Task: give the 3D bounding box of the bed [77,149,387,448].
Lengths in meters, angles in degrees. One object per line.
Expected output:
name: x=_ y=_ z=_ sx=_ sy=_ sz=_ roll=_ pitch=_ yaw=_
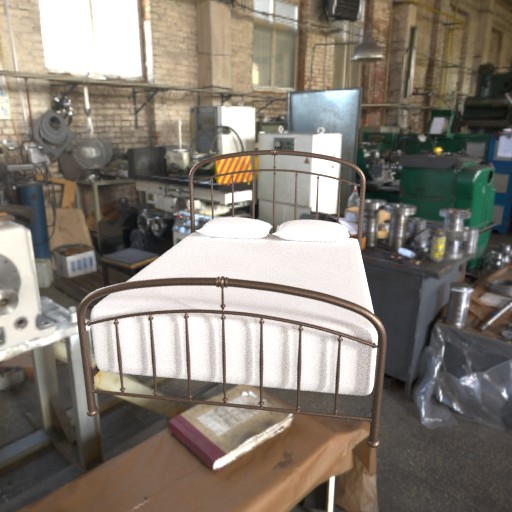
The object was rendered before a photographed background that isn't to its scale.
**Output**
bed: x=0.000 y=0.000 z=3.332 sx=1.711 sy=1.475 sz=2.168 roll=3 pitch=16 yaw=9
